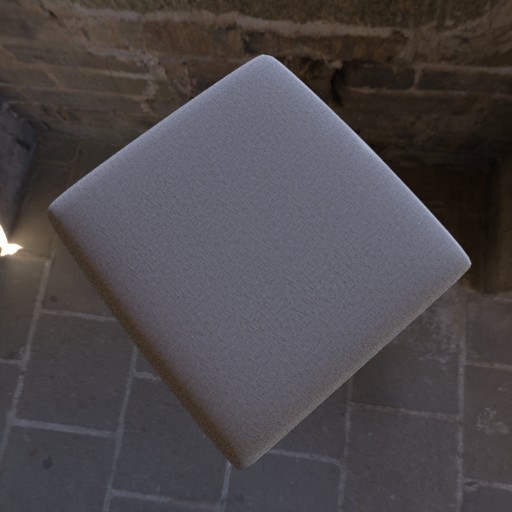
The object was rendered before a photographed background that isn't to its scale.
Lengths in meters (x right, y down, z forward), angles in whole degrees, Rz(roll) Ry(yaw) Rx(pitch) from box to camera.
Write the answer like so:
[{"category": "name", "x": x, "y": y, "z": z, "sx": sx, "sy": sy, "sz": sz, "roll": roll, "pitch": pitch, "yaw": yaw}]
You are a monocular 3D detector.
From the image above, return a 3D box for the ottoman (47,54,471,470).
[{"category": "ottoman", "x": 0.000, "y": 0.000, "z": 1.055, "sx": 0.648, "sy": 0.399, "sz": 0.655, "roll": -39, "pitch": 79, "yaw": -9}]
